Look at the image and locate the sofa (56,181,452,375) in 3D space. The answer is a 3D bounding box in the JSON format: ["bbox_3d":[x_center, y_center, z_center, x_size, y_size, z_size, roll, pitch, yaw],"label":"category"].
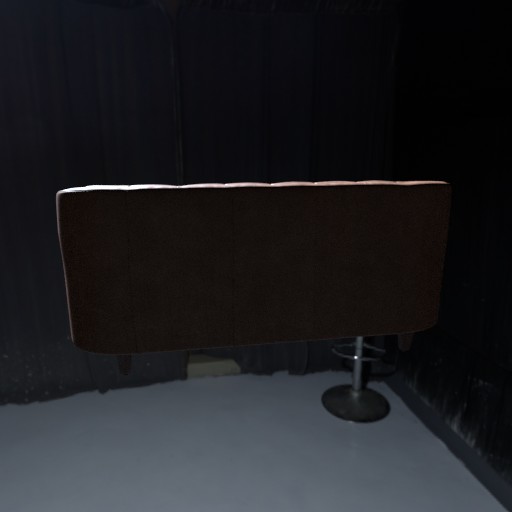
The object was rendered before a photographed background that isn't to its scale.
[{"bbox_3d":[0.000,0.000,2.205,1.755,0.786,0.914,-3,15,-10],"label":"sofa"}]
